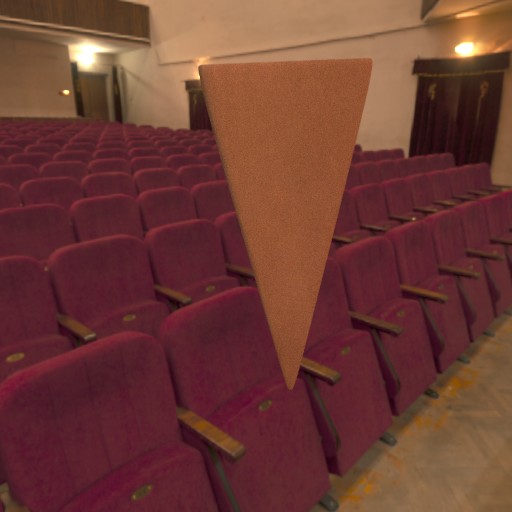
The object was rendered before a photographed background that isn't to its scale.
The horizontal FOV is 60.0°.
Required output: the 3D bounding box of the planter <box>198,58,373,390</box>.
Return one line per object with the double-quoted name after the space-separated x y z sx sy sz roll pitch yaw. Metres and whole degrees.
0.000 0.000 0.275 0.101 0.224 0.081 15 22 41 "planter"
